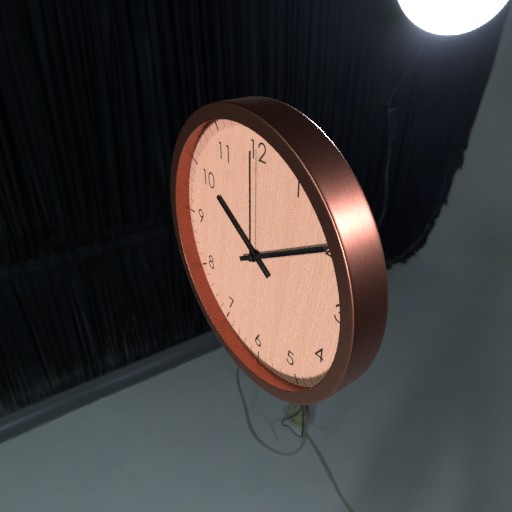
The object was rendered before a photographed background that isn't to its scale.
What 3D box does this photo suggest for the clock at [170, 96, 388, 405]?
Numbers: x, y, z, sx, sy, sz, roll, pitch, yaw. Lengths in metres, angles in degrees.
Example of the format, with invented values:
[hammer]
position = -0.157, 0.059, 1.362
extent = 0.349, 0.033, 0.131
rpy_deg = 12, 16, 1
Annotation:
[clock]
position = 0.000, 0.000, 0.465
extent = 0.040, 0.313, 0.313
rpy_deg = -20, 37, -30
